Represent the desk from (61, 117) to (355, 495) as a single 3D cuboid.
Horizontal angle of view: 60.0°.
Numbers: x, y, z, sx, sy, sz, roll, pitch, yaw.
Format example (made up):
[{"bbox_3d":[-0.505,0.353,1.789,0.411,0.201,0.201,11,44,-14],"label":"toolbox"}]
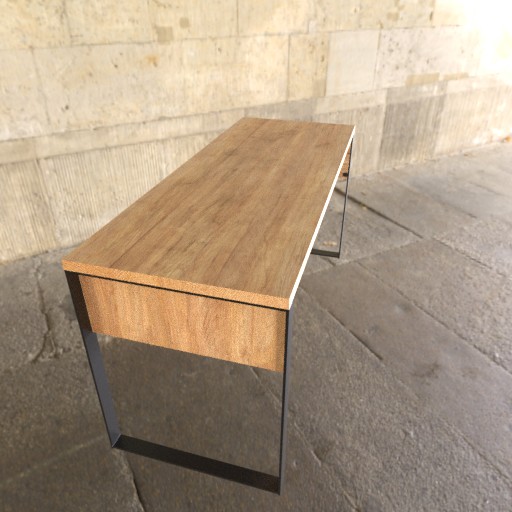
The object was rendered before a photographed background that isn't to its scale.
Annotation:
[{"bbox_3d":[0.000,0.000,1.879,0.600,0.760,1.520,9,32,14],"label":"desk"}]
